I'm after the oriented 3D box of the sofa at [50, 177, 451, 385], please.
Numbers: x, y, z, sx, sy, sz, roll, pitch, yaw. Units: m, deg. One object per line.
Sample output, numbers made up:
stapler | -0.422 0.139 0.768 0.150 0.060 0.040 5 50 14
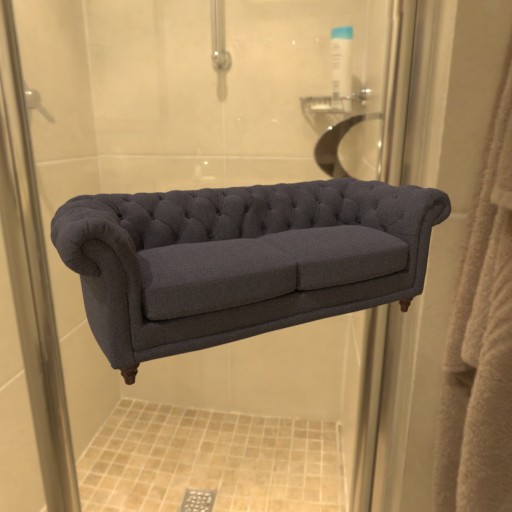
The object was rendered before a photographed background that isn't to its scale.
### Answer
sofa | 0.000 0.000 2.805 2.335 0.836 1.046 -9 18 -27
